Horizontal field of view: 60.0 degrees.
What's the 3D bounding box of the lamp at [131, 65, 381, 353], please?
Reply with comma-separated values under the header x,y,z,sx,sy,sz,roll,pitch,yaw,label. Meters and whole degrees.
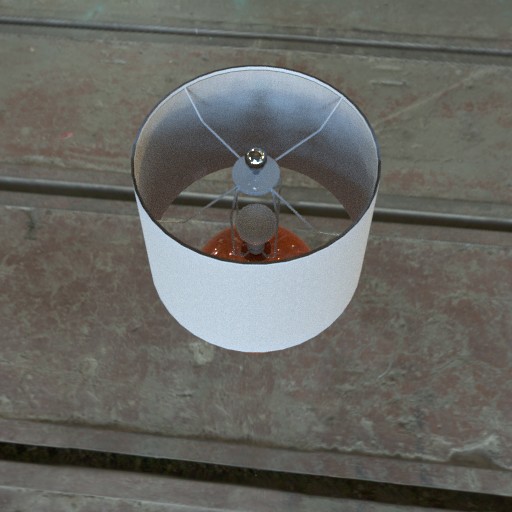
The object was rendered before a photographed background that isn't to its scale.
x,y,z,sx,sy,sz,roll,pitch,yaw,label
0.000,0.000,0.538,0.247,0.387,0.247,0,64,0,lamp
